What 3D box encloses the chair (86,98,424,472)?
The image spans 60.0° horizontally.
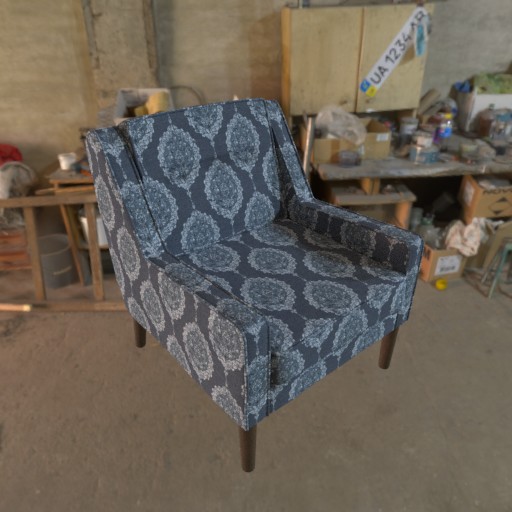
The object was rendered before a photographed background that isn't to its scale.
[{"bbox_3d":[0.000,0.000,1.329,0.663,0.792,0.743,-23,37,-33],"label":"chair"}]
